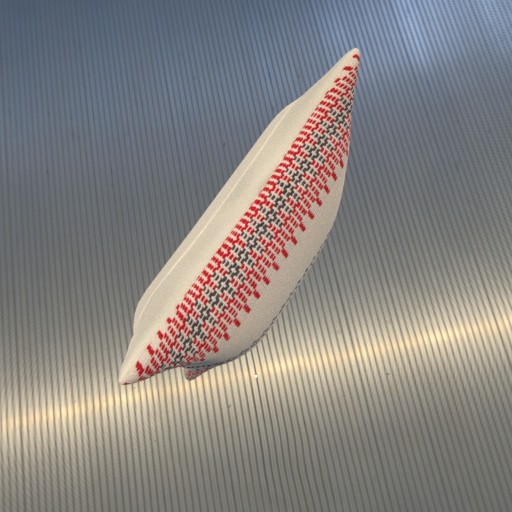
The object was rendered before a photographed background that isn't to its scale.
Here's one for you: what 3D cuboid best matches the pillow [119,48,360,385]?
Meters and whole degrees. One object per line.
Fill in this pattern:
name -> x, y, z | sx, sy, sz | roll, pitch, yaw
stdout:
pillow -> 0.000, 0.000, 0.697 | 0.160, 0.454, 0.463 | 32, 77, 8
